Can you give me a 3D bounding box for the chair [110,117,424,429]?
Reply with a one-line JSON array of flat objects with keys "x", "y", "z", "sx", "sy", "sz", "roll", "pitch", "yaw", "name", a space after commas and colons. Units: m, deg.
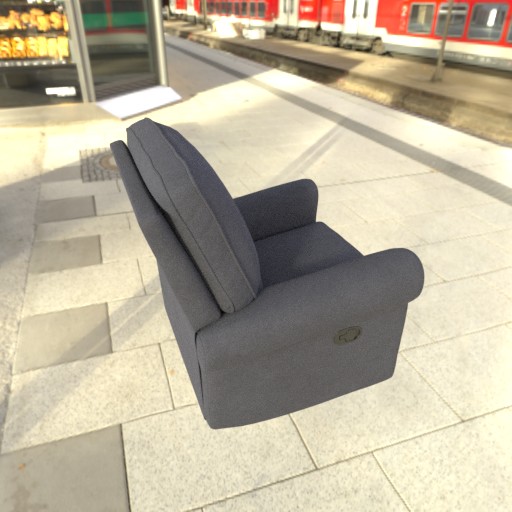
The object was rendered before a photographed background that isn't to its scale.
[{"x": 0.000, "y": 0.000, "z": 1.668, "sx": 0.878, "sy": 0.961, "sz": 0.890, "roll": -11, "pitch": 32, "yaw": -18, "name": "chair"}]
